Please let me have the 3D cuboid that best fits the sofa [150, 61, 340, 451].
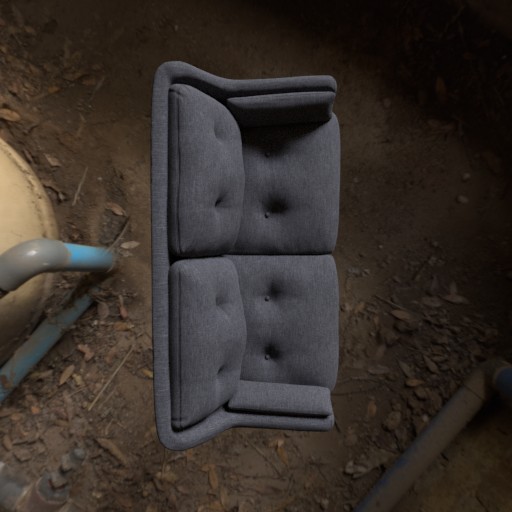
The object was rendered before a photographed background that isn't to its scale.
[{"bbox_3d":[0.000,0.000,2.490,0.975,0.896,1.929,0,93,1],"label":"sofa"}]
